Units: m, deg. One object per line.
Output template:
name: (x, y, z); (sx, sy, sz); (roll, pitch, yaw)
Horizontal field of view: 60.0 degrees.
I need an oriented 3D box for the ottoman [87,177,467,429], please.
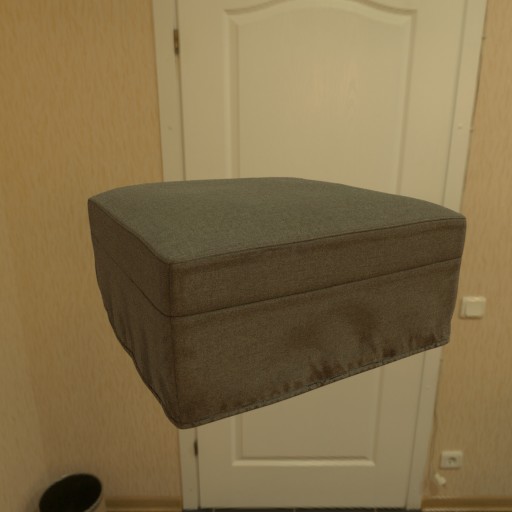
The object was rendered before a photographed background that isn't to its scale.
ottoman: (0.000, 0.000, 1.348); (0.840, 0.436, 0.843); (-9, 19, -28)
